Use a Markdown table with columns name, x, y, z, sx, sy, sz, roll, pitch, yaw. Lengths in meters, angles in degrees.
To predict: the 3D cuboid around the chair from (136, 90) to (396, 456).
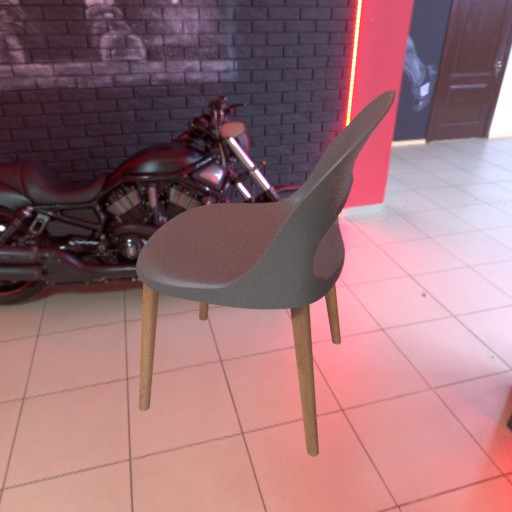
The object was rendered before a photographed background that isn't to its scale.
| name | x | y | z | sx | sy | sz | roll | pitch | yaw |
| --- | --- | --- | --- | --- | --- | --- | --- | --- | --- |
| chair | 0.000 | 0.000 | 1.107 | 0.556 | 0.795 | 0.470 | 8 | 30 | 15 |
